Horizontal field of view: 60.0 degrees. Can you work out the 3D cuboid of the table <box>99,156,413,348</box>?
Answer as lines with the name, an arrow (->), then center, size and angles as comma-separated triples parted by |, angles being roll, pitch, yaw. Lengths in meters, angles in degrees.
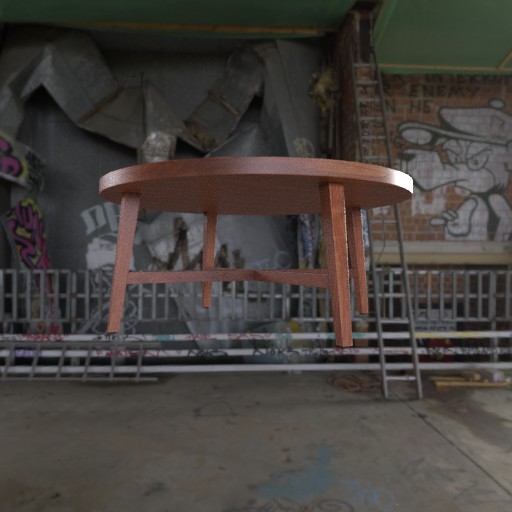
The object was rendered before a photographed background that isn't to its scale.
table -> 0.000, 0.000, 1.201 | 0.800, 0.360, 0.800 | 0, 0, 0
